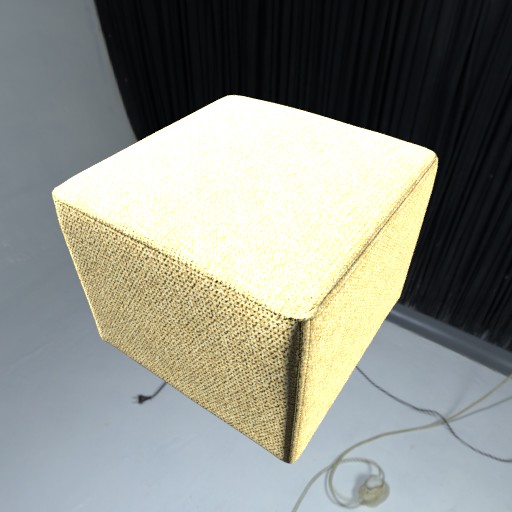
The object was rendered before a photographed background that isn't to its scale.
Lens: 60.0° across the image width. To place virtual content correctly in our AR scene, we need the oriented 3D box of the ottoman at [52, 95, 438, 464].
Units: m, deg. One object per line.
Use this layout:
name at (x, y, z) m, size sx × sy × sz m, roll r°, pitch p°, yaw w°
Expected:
ottoman at (0.000, 0.000, 0.900) m, size 0.505 × 0.441 × 0.512 m, roll 25°, pitch 47°, yaw 25°
